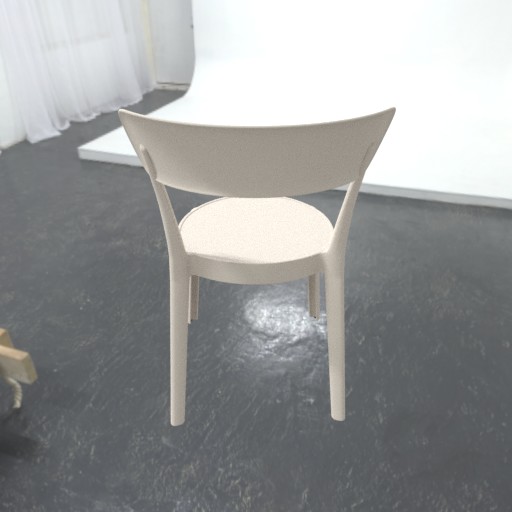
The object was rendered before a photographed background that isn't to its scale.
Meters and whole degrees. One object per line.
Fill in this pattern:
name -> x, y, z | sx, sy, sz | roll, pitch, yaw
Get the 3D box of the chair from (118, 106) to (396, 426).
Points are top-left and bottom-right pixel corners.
chair -> 0.000, 0.000, 1.108 | 0.506, 0.790, 0.491 | -1, 32, -2
